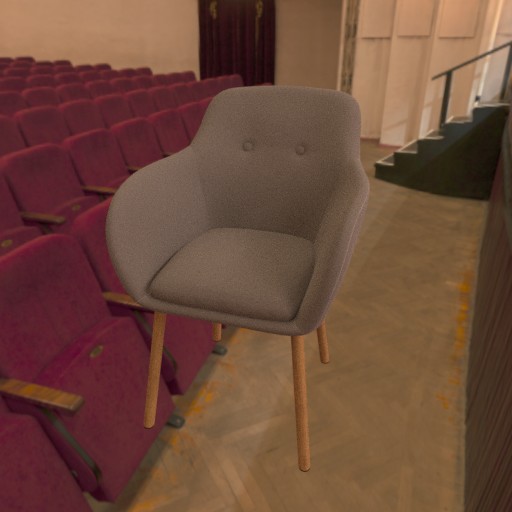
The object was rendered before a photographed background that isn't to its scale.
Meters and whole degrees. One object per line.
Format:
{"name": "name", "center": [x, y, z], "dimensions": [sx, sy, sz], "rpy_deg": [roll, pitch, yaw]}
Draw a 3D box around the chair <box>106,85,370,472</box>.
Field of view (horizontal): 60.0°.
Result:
{"name": "chair", "center": [0.000, 0.000, 1.210], "dimensions": [0.570, 0.830, 0.590], "rpy_deg": [8, 26, 16]}
